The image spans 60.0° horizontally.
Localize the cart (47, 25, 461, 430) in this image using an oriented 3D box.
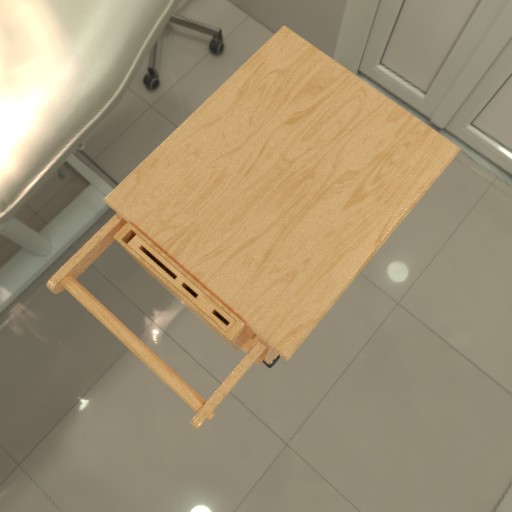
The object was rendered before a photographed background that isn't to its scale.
[{"bbox_3d":[0.000,0.000,1.336,0.520,0.816,0.843,40,78,10],"label":"cart"}]
